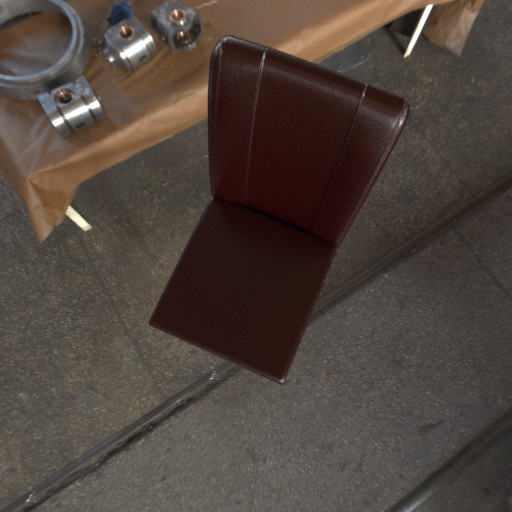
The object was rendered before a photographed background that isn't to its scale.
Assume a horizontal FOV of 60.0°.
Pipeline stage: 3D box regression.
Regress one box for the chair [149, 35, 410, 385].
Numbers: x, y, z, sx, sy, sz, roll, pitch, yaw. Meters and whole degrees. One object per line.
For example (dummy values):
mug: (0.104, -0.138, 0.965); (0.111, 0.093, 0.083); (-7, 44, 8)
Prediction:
chair: (0.000, 0.000, 1.184); (0.399, 0.897, 0.556); (23, 76, 6)
